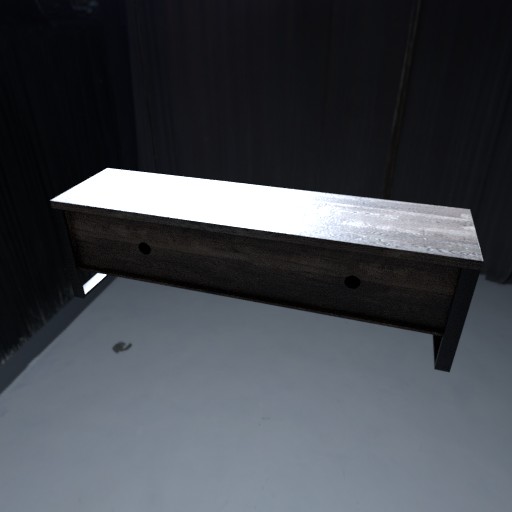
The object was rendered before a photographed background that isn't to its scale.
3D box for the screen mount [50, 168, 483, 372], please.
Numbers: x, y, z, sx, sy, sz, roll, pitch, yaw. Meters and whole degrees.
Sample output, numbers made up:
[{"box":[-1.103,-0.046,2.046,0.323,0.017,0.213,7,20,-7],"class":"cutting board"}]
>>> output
[{"box":[0.000,0.000,1.776,1.524,0.450,0.395,9,32,15],"class":"screen mount"}]
